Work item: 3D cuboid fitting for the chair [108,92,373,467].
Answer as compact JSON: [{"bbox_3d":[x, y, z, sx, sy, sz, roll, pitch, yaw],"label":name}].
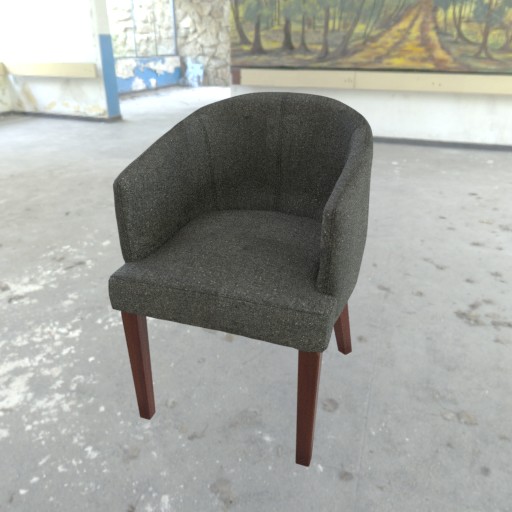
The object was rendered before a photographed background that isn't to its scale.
[{"bbox_3d":[0.000,0.000,1.242,0.583,0.811,0.655,9,27,17],"label":"chair"}]
